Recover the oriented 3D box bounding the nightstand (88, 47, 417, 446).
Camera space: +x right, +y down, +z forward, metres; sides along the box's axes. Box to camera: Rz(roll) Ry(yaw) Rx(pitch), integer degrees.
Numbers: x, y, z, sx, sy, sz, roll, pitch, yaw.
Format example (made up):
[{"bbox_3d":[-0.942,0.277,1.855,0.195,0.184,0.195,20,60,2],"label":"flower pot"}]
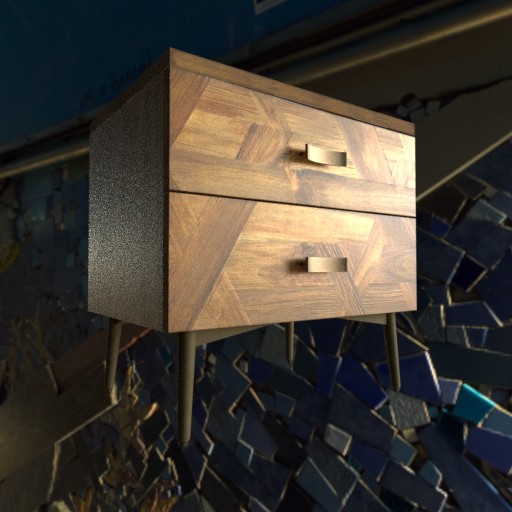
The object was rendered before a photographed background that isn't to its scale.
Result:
[{"bbox_3d":[0.000,0.000,1.001,0.610,0.610,0.458,1,-2,-36],"label":"nightstand"}]
